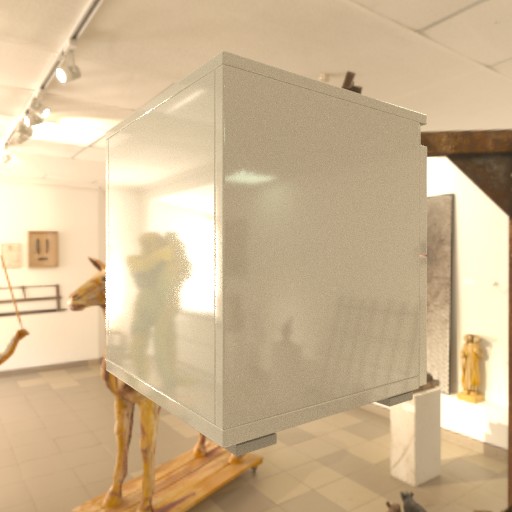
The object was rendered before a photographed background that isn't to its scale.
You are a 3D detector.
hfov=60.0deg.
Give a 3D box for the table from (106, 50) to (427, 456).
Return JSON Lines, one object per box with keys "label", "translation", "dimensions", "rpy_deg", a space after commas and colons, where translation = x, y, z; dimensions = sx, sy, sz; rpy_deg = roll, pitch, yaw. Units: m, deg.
{"label": "table", "translation": [0.000, 0.000, 0.791], "dimensions": [0.400, 0.470, 0.420], "rpy_deg": [0, 0, -36]}
